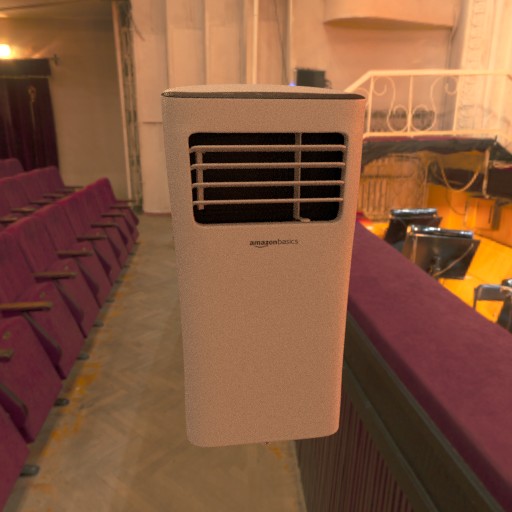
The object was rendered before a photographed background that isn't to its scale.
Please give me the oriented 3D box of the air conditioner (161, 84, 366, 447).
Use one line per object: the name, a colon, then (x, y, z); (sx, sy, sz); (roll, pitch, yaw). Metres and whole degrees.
air conditioner: (0.000, 0.000, 0.953); (0.352, 0.716, 0.369); (-2, 16, -7)
